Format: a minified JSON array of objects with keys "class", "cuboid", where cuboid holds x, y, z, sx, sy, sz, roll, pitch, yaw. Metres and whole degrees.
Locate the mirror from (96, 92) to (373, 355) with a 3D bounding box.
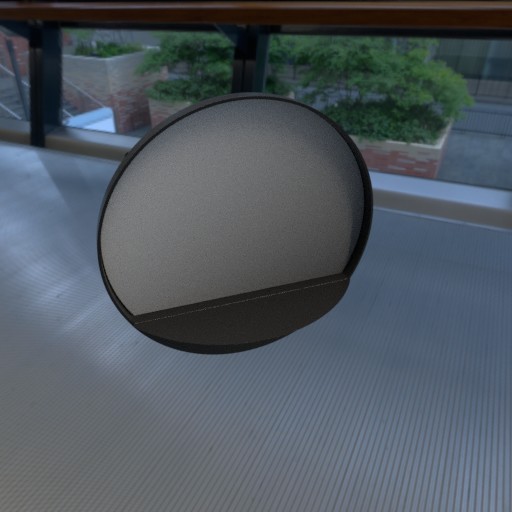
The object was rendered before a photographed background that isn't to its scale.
[{"class":"mirror","cuboid":[0.000,0.000,0.681,0.457,0.457,0.133,-10,33,-16]}]
